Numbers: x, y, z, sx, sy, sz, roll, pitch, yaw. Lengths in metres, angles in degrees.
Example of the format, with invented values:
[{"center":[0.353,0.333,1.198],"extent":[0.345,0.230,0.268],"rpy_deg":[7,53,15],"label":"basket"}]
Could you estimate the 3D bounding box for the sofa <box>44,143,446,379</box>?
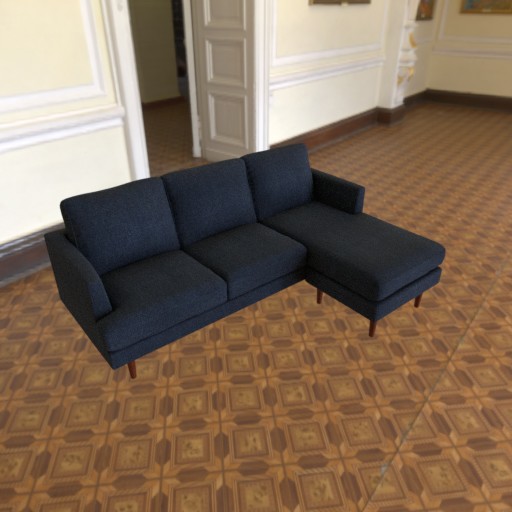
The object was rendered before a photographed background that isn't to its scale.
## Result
[{"center":[0.000,0.000,2.964],"extent":[2.233,0.956,1.504],"rpy_deg":[-22,36,-33],"label":"sofa"}]
